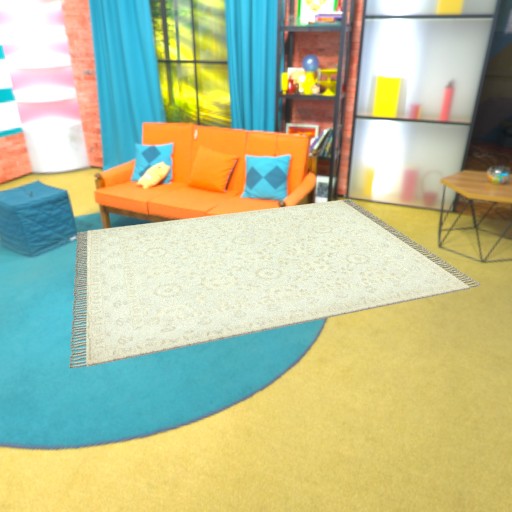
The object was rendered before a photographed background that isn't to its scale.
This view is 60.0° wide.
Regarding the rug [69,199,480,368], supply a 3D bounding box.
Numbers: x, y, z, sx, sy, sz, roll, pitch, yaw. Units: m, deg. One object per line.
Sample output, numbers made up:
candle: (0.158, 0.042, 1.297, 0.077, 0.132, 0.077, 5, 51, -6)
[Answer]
rug: (0.000, 0.000, 2.300, 1.771, 0.015, 1.223, -9, 28, -16)
